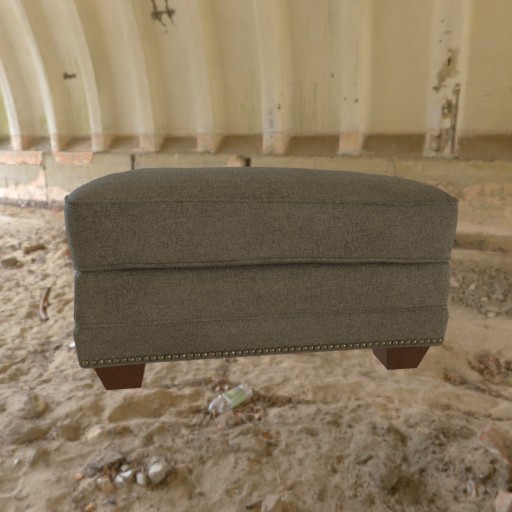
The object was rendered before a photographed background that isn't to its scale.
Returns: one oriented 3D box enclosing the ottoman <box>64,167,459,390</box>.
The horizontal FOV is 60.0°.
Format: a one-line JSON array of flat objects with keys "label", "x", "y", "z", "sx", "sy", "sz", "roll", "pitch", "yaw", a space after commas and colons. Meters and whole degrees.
[{"label": "ottoman", "x": 0.000, "y": 0.000, "z": 1.149, "sx": 0.813, "sy": 0.457, "sz": 0.561, "roll": -2, "pitch": 14, "yaw": -8}]
